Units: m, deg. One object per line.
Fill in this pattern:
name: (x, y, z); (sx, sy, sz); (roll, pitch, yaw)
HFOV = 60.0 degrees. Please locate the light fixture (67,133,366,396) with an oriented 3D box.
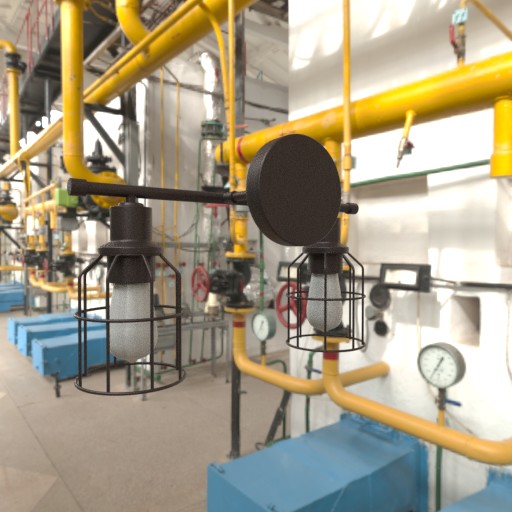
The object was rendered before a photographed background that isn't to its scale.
light fixture: (0.000, 0.000, 0.526); (0.406, 0.254, 0.165); (-1, 1, -36)
